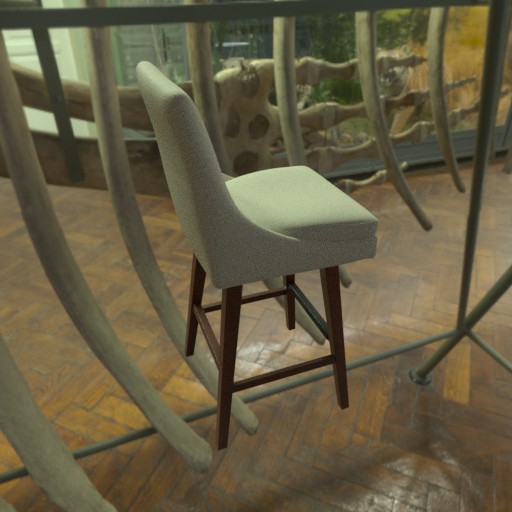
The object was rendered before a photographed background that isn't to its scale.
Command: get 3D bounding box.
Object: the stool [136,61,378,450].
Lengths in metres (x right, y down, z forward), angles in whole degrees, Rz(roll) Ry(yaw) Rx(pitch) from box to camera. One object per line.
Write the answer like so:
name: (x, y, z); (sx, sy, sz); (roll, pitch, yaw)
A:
stool: (0.000, 0.000, 1.373); (0.559, 1.097, 0.470); (-11, 33, -18)
